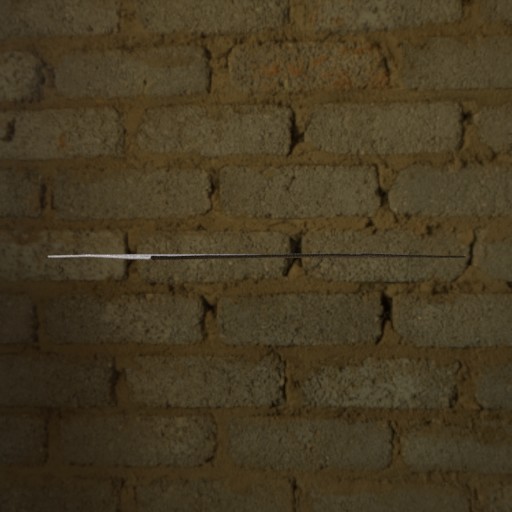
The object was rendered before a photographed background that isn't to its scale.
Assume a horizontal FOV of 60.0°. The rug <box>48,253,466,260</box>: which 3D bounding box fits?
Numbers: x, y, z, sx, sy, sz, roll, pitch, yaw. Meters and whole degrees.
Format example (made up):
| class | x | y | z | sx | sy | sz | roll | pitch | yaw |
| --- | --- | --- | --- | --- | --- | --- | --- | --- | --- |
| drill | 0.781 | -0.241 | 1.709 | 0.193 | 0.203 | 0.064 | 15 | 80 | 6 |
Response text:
| class | x | y | z | sx | sy | sz | roll | pitch | yaw |
| --- | --- | --- | --- | --- | --- | --- | --- | --- | --- |
| rug | 0.000 | 0.000 | 4.242 | 3.202 | 0.045 | 2.434 | 0 | 0 | -36 |
